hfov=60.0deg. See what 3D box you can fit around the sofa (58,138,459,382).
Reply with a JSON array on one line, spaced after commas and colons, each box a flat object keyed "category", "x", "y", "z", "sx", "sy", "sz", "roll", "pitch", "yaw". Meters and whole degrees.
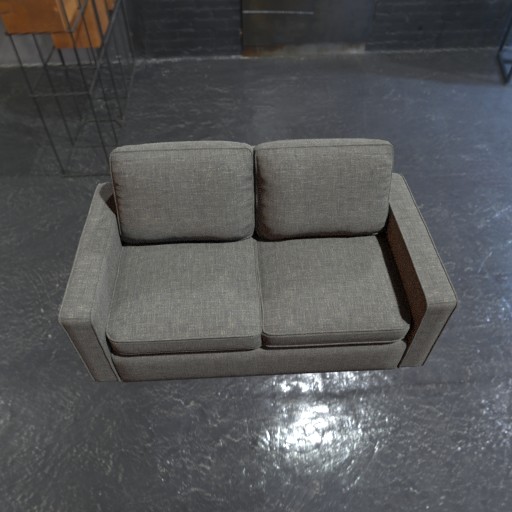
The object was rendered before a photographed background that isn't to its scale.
[{"category": "sofa", "x": 0.000, "y": 0.000, "z": 2.261, "sx": 1.709, "sy": 0.918, "sz": 0.947, "roll": -2, "pitch": 48, "yaw": -2}]
